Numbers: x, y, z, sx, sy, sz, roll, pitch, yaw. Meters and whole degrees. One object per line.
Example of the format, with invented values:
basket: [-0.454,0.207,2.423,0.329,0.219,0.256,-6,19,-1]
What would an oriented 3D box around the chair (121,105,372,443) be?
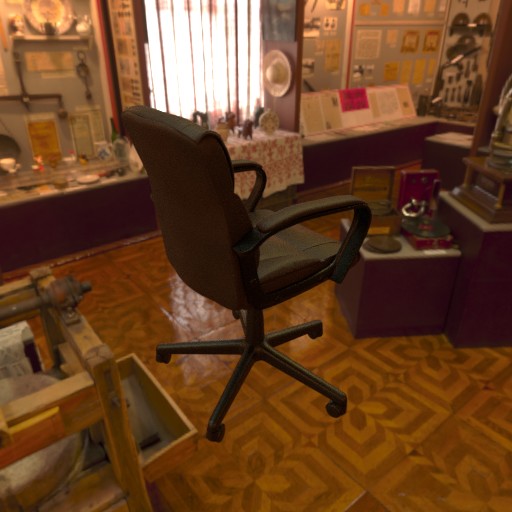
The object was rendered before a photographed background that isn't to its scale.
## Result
chair: [0.000,0.000,1.490,0.717,1.004,0.739,-18,32,-32]
